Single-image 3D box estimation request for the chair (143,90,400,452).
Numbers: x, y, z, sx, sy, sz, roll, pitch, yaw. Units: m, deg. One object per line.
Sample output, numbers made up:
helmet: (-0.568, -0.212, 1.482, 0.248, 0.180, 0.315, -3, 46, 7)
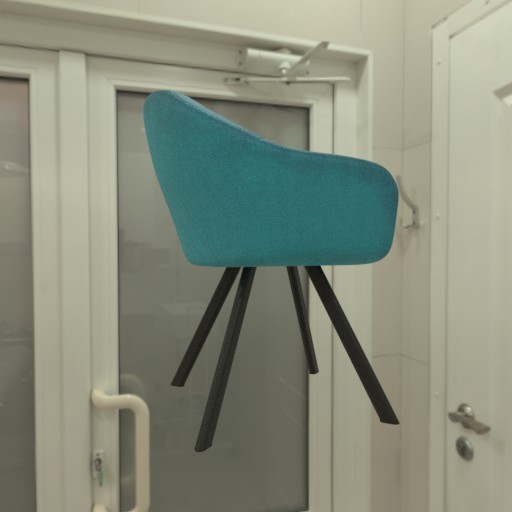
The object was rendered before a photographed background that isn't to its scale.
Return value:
chair: (0.000, 0.000, 1.164, 0.570, 0.780, 0.540, 0, 2, -17)
